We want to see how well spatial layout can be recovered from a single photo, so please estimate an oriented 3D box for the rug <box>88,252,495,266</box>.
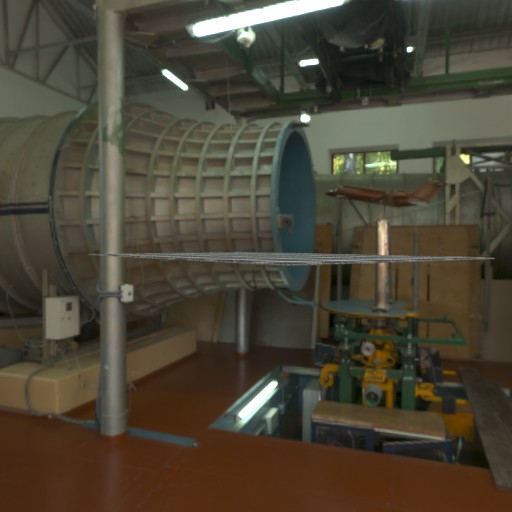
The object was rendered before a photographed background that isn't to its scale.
[{"bbox_3d":[0.000,0.000,2.990,1.520,0.015,2.434,-1,2,-36],"label":"rug"}]
